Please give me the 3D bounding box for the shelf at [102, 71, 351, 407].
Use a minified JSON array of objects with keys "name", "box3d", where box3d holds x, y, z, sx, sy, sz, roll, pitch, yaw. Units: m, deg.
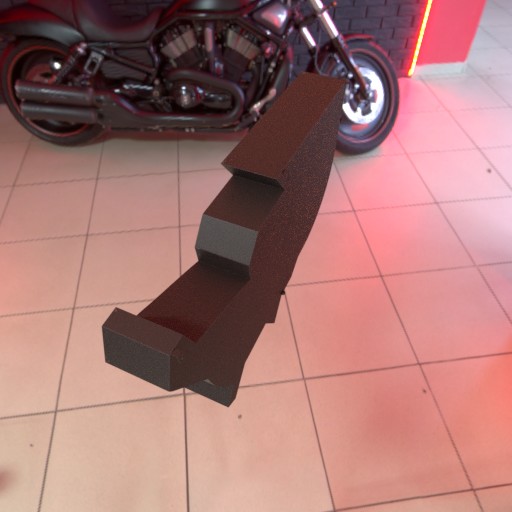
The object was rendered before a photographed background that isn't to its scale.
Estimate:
[{"name":"shelf","box3d":[0.000,0.000,0.896,0.112,0.439,0.729,19,50,17]}]
